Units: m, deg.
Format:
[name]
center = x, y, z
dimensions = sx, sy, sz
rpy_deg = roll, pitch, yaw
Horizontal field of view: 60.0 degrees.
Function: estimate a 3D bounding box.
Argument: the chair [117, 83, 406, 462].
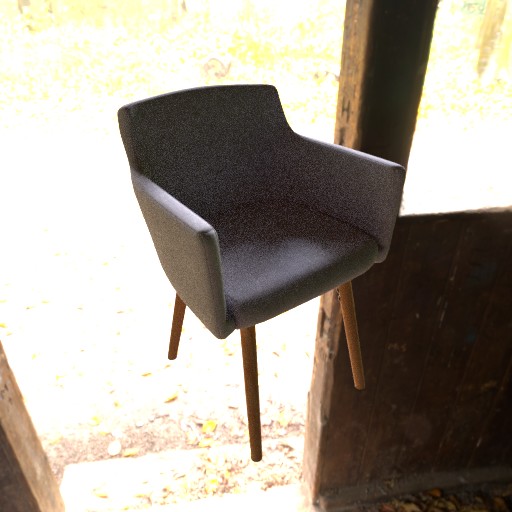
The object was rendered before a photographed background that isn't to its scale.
[chair]
center = 0.000, 0.000, 1.167
dimensions = 0.570, 0.780, 0.540
rpy_deg = -21, 37, -31
